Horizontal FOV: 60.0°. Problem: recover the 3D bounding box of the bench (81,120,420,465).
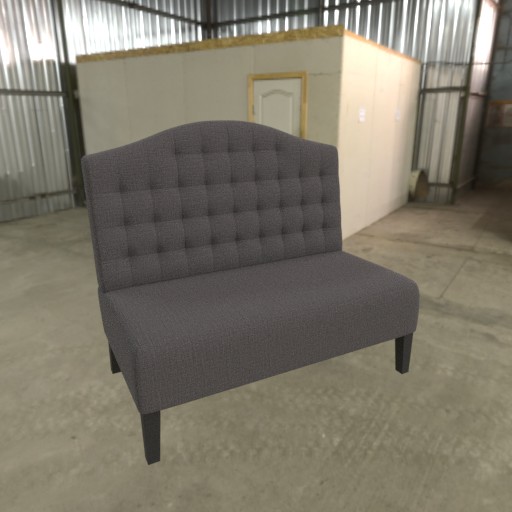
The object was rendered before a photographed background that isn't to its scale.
[{"bbox_3d":[0.000,0.000,2.039,1.335,1.180,0.815,-9,20,-26],"label":"bench"}]
